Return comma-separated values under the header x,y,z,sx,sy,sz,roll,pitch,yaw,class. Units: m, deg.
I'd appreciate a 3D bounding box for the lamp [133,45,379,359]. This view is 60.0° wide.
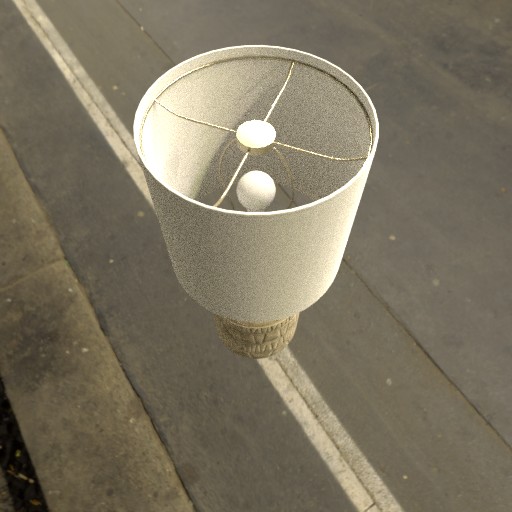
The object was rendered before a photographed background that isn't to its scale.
x,y,z,sx,sy,sz,roll,pitch,yaw,class
0.000,0.000,0.577,0.211,0.455,0.211,31,63,18,lamp
